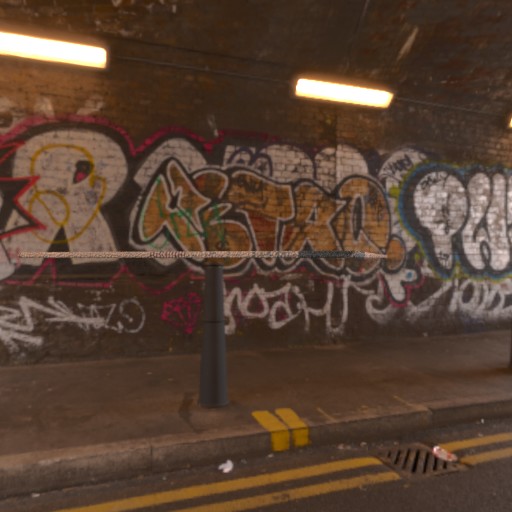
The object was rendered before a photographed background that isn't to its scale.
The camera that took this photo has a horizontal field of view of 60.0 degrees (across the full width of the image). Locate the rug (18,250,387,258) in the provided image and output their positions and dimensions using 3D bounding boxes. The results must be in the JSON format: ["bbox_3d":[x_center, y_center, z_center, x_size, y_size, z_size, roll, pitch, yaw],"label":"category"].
[{"bbox_3d":[0.000,0.000,2.314,1.238,0.020,1.847,0,0,19],"label":"rug"}]
